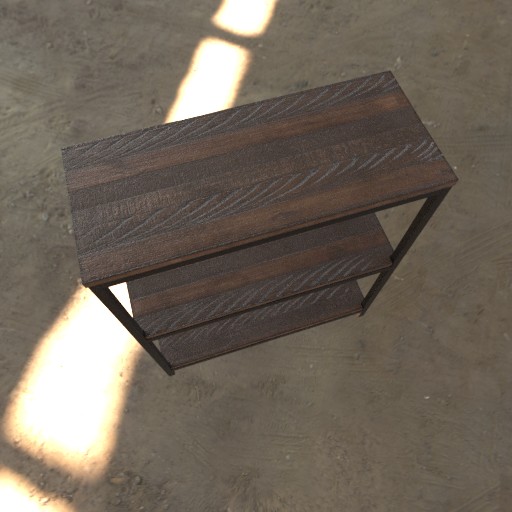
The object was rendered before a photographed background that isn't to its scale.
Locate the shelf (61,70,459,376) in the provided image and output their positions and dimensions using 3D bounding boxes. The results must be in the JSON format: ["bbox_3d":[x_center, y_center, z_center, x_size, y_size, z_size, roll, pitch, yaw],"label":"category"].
[{"bbox_3d":[0.000,0.000,1.418,0.822,0.947,0.352,-16,65,-8],"label":"shelf"}]
